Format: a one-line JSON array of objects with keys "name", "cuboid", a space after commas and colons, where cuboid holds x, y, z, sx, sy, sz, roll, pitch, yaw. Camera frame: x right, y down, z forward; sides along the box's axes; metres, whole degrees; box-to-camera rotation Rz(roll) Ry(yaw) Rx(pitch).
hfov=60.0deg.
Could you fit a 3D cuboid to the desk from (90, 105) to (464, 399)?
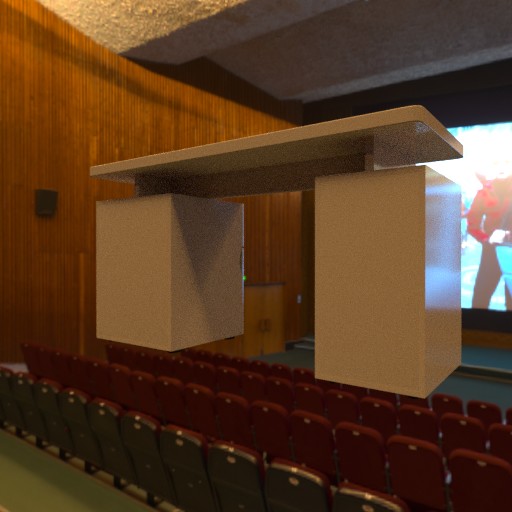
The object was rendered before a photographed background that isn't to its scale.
[{"name": "desk", "cuboid": [0.000, 0.000, 1.731, 1.400, 0.762, 0.550, 0, 0, 36]}]
